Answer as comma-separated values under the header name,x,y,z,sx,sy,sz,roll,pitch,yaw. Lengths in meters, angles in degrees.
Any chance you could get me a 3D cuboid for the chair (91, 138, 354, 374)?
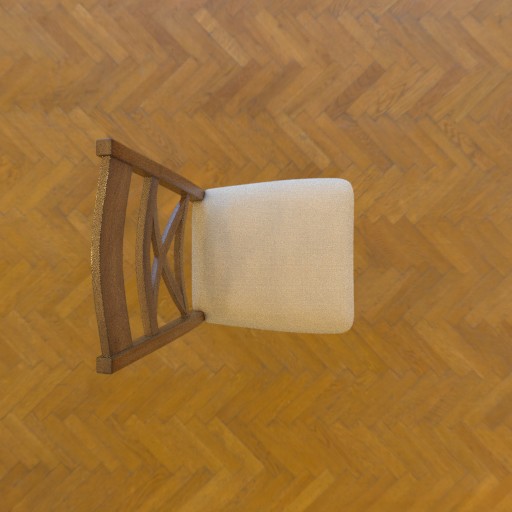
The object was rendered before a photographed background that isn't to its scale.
name,x,y,z,sx,sy,sz,roll,pitch,yaw
chair,0.000,0.000,1.240,0.581,0.949,0.461,0,90,0
